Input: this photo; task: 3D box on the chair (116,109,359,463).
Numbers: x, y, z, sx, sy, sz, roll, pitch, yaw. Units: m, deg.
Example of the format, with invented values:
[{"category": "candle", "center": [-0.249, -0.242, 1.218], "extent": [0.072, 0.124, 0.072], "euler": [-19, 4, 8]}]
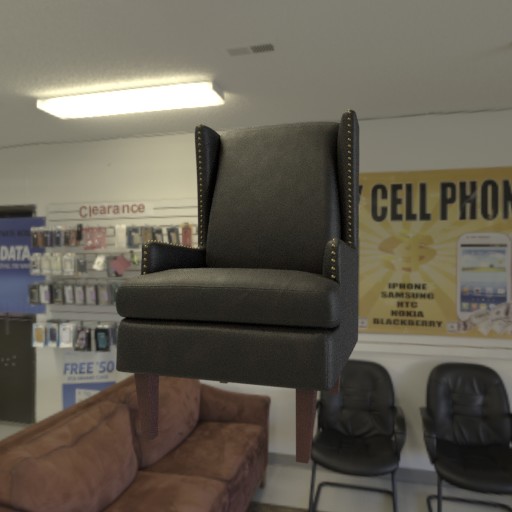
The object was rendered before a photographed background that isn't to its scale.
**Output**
[{"category": "chair", "center": [0.000, 0.000, 1.635], "extent": [0.703, 1.142, 0.799], "euler": [0, 0, 18]}]
